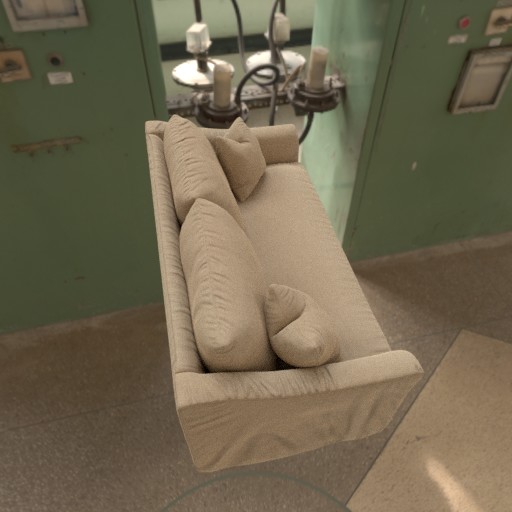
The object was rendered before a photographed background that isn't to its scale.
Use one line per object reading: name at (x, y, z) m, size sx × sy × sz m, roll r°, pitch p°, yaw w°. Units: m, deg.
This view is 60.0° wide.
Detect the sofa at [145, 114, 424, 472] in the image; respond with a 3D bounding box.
sofa at (0.000, 0.000, 2.597) m, size 1.072 × 1.018 × 2.010 m, roll -10°, pitch 49°, yaw -9°
